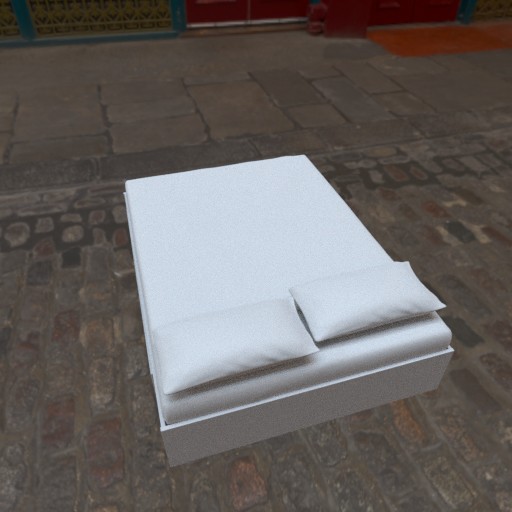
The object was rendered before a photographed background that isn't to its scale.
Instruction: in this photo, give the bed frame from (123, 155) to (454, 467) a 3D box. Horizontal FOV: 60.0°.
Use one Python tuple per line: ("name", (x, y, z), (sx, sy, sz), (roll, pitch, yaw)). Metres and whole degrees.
("bed frame", (0.000, 0.000, 2.711), (1.450, 0.629, 1.950), (-11, 41, -13))
